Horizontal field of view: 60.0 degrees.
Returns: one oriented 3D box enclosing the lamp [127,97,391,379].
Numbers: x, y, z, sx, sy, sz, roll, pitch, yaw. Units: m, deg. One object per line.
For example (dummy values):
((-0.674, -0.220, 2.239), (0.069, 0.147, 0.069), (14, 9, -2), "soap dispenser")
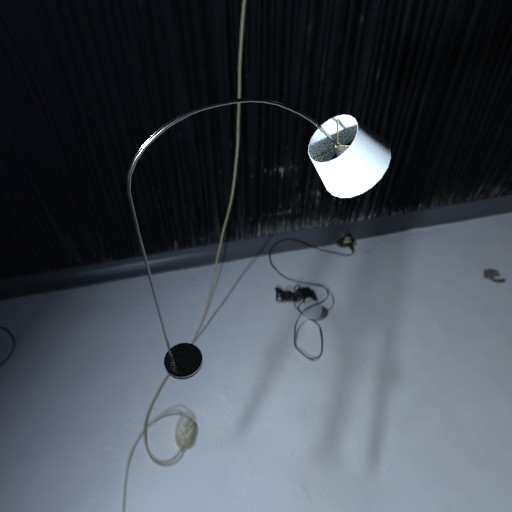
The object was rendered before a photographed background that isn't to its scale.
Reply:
((0.000, 0.000, 2.757), (1.445, 2.098, 0.406), (-11, 48, -10), "lamp")
